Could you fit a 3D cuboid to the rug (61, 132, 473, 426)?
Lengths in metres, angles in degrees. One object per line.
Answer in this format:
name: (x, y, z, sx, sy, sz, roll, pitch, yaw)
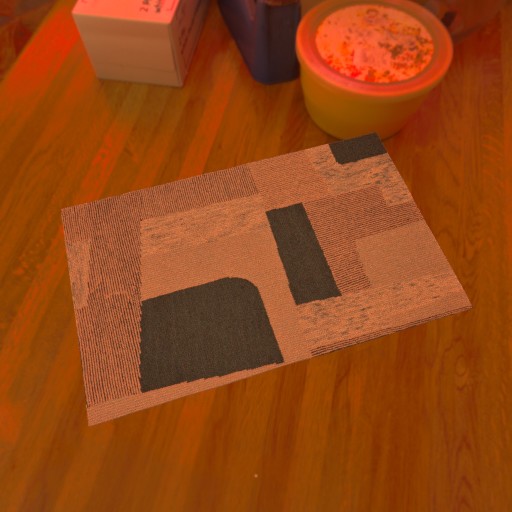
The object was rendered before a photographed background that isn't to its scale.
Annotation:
rug: (0.000, 0.000, 2.987, 2.436, 0.015, 1.521, -15, 65, -7)
